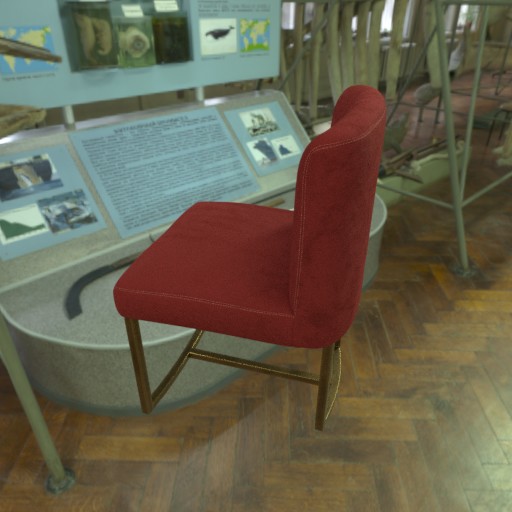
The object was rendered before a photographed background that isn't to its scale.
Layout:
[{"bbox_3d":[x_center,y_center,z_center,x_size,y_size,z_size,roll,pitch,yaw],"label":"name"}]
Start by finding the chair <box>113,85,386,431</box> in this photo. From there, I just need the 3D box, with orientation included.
[{"bbox_3d":[0.000,0.000,1.167,0.560,0.824,0.530,9,32,14],"label":"chair"}]
